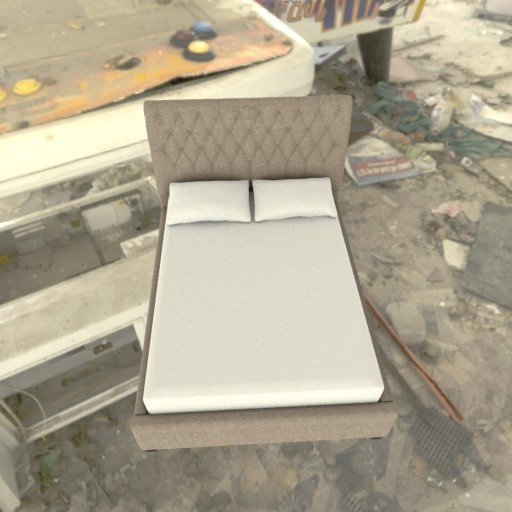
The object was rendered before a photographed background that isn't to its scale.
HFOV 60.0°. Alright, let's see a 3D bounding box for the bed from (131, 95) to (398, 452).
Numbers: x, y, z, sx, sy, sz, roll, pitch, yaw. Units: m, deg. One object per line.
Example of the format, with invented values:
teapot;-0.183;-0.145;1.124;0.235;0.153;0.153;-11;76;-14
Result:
bed;0.000;0.000;3.251;1.645;1.371;2.252;-2;46;-2
